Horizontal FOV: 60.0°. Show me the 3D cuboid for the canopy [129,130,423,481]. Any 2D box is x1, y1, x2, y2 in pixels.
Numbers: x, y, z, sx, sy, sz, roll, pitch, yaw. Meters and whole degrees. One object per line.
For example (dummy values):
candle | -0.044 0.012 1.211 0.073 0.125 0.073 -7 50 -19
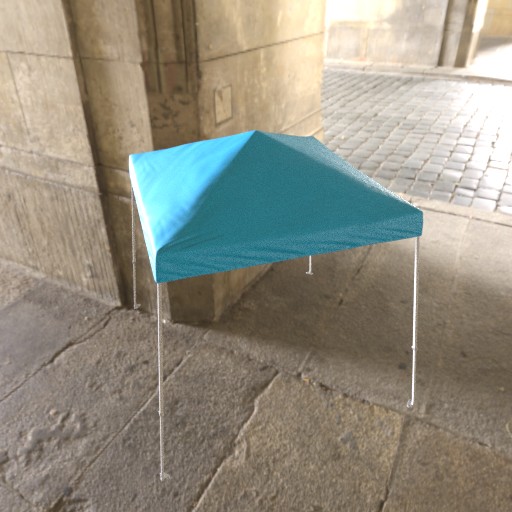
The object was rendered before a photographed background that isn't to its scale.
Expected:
canopy | 0.000 0.000 5.018 2.849 2.849 2.848 -10 33 -15
